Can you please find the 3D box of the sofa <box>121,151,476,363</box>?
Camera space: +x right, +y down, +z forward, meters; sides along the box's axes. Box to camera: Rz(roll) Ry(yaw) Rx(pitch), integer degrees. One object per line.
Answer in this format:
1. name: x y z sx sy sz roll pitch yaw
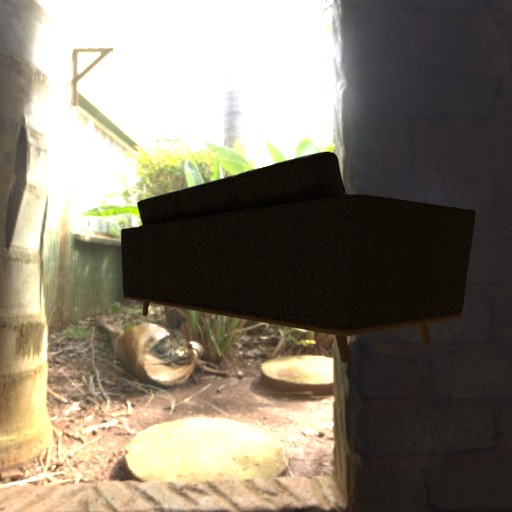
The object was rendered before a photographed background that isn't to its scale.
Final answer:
1. sofa: 0.000 0.000 2.800 0.903 0.899 2.362 1 -1 -38
